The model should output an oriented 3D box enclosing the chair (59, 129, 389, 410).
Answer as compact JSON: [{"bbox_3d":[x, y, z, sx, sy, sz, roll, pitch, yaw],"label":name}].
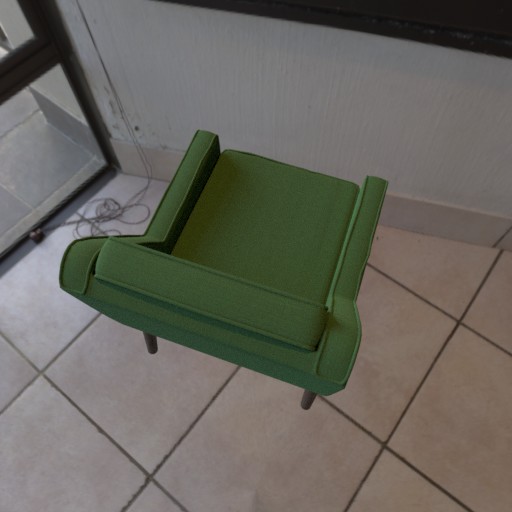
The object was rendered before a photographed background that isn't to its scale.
[{"bbox_3d":[0.000,0.000,1.352,0.663,0.792,0.743,17,63,9],"label":"chair"}]
